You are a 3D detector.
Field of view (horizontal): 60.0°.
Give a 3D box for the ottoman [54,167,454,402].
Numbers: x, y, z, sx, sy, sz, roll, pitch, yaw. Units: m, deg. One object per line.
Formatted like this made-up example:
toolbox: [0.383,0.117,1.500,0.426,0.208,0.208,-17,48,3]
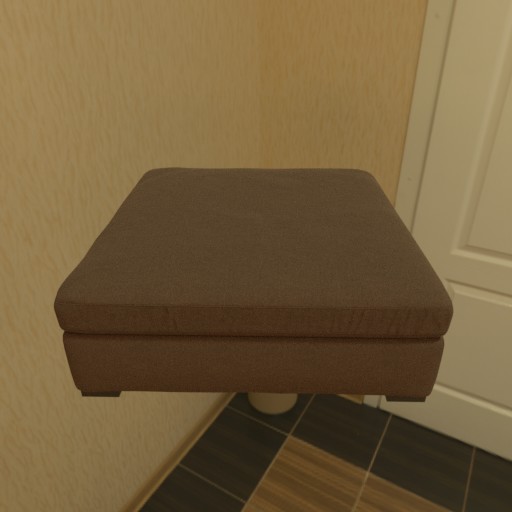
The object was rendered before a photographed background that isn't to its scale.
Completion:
ottoman: [0.000,0.000,1.838,1.181,0.470,1.181,1,29,1]
